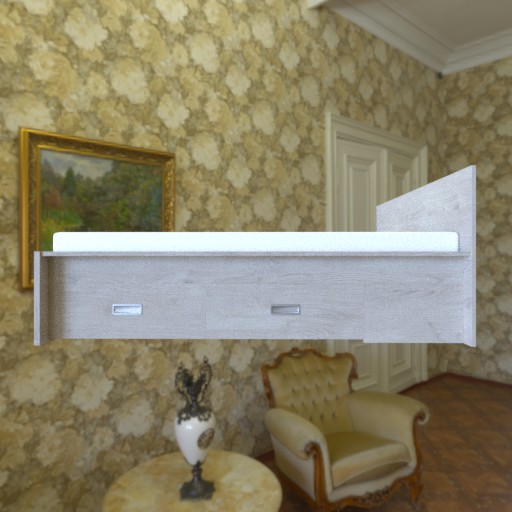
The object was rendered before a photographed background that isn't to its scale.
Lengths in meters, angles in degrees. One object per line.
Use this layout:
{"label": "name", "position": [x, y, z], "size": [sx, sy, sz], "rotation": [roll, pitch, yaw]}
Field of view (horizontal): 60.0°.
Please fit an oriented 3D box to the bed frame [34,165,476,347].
{"label": "bed frame", "position": [0.000, 0.000, 2.776], "size": [1.960, 0.800, 1.622], "rotation": [0, 0, 1]}
